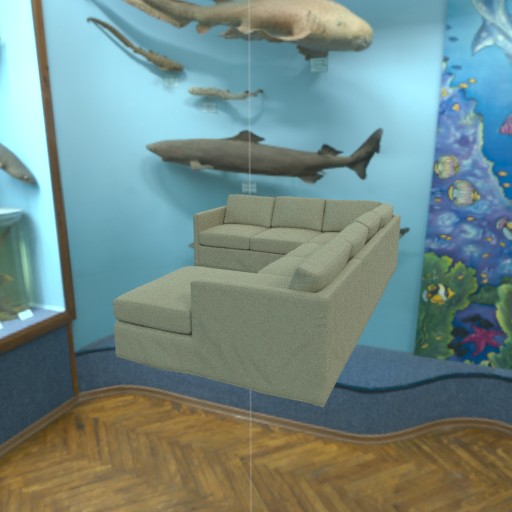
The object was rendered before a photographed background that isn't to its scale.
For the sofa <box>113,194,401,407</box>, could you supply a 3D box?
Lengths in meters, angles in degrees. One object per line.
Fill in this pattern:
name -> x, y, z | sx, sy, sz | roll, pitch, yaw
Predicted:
sofa -> 0.000, 0.000, 4.547 | 2.427, 0.882, 3.460 | 6, 15, 23
